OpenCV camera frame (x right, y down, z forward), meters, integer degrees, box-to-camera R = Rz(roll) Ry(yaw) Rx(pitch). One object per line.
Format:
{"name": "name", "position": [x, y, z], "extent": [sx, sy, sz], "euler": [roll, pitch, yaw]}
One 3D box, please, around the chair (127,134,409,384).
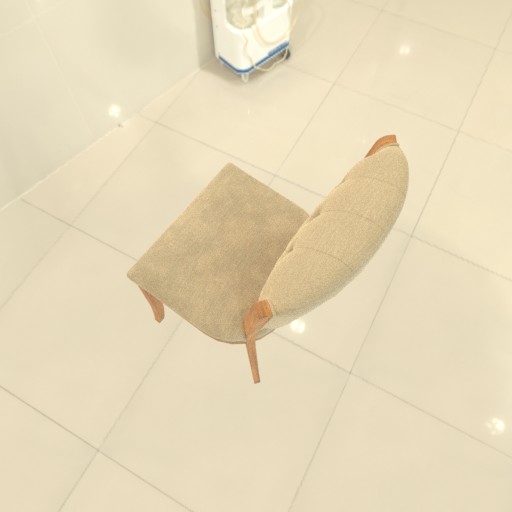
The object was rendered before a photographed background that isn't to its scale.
{"name": "chair", "position": [0.000, 0.000, 1.267], "extent": [0.584, 0.905, 0.513], "euler": [33, 69, 15]}
